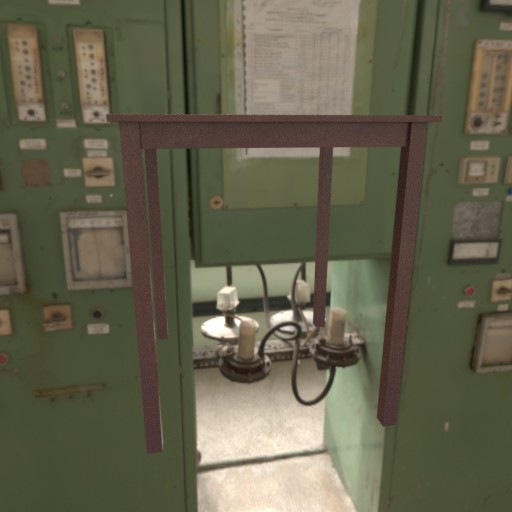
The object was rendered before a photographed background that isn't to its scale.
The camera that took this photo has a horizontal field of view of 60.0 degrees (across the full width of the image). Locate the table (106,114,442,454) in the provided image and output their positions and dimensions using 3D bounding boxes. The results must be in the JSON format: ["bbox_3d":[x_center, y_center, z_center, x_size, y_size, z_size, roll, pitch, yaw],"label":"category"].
[{"bbox_3d":[0.000,0.000,1.659,0.861,0.991,0.861,-3,17,-9],"label":"table"}]
